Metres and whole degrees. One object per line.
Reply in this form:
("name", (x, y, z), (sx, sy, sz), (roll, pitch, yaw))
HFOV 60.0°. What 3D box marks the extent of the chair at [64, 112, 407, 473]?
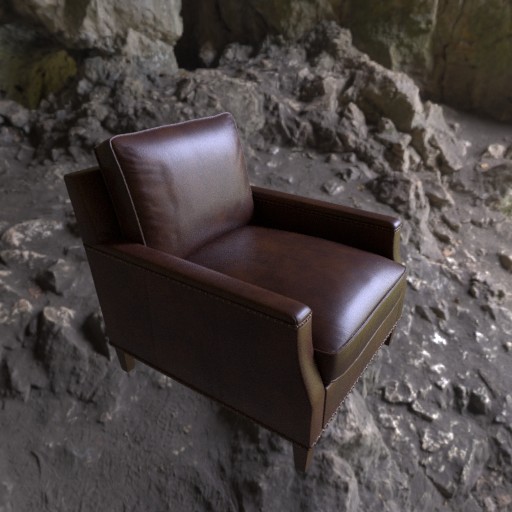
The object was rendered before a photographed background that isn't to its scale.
("chair", (0.000, 0.000, 1.700), (1.014, 0.929, 0.853), (17, 31, 30))
